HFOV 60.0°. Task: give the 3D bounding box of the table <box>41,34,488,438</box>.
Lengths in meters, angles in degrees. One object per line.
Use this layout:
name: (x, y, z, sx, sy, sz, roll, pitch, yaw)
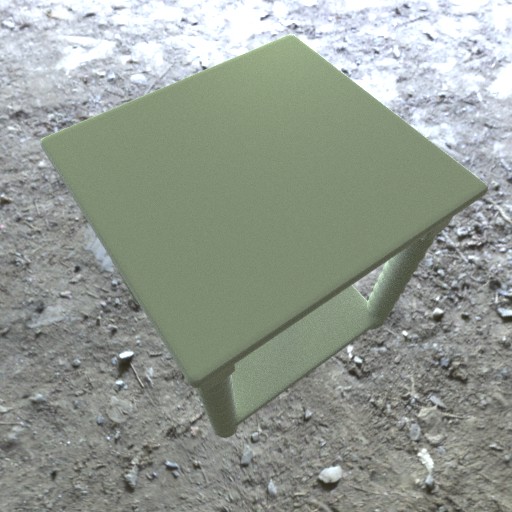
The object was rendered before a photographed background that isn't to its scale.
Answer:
table: (0.000, 0.000, 0.944, 0.533, 0.563, 0.500, -31, 63, -18)
